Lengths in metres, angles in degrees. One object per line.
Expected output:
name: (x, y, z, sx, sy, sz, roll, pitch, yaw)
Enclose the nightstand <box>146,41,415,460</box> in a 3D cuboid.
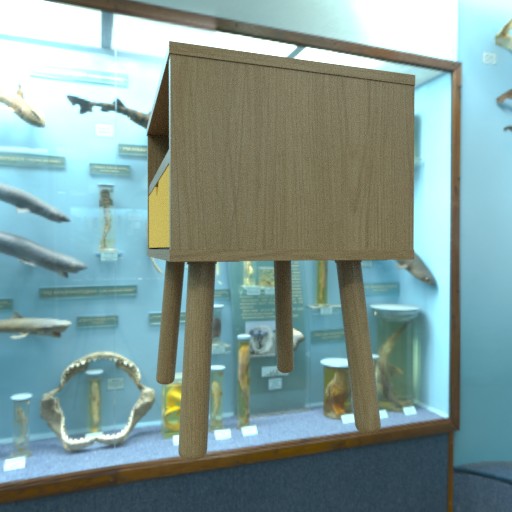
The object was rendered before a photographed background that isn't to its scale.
nightstand: (0.000, 0.000, 0.855, 0.380, 0.571, 0.450, 0, 1, -18)
